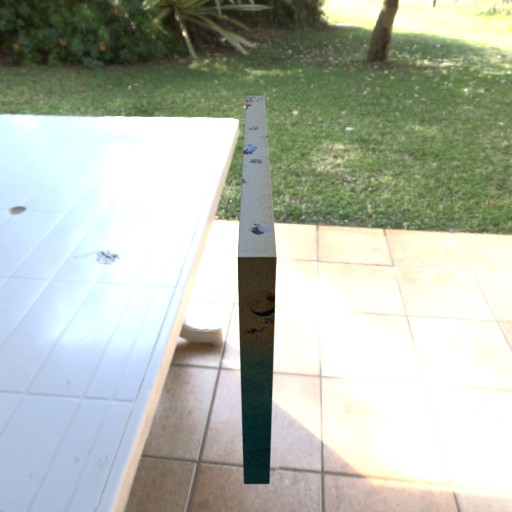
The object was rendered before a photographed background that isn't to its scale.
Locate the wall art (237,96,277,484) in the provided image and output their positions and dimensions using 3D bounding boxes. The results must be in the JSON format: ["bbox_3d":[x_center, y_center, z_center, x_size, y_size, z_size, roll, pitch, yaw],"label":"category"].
[{"bbox_3d":[0.000,0.000,1.167,0.057,0.595,0.894,0,34,0],"label":"wall art"}]
